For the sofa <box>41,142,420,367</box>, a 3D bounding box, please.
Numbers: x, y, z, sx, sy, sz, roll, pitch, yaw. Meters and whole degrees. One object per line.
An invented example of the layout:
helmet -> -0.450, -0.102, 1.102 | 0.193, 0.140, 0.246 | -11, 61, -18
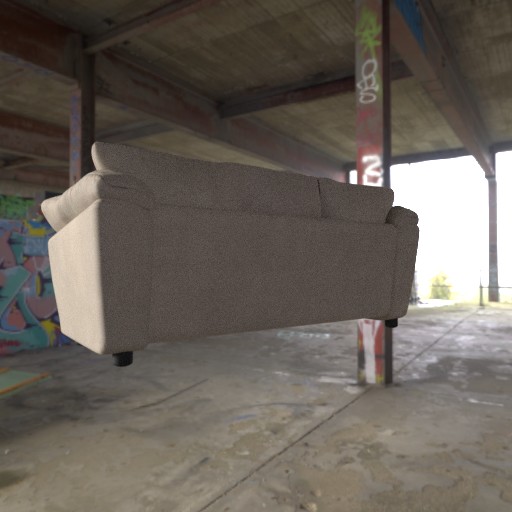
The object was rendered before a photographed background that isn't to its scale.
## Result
sofa -> 0.000, 0.000, 2.773 | 2.334, 0.996, 0.878 | 1, -1, -37
